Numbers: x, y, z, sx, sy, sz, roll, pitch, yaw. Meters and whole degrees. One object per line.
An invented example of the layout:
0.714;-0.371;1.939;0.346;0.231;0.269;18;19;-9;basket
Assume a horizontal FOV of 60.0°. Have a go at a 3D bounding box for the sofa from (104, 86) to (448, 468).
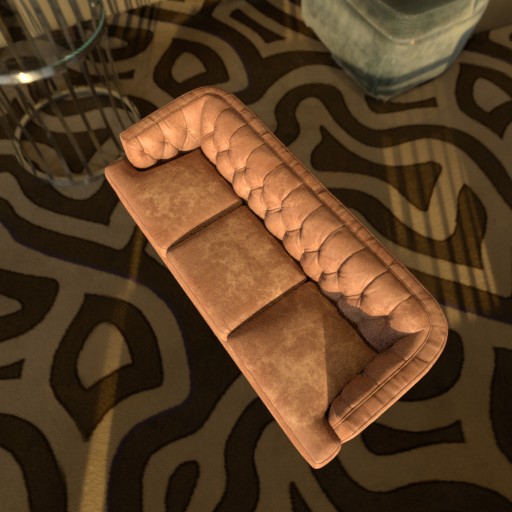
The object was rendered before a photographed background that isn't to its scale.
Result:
0.000;0.000;2.693;0.922;0.791;2.257;-33;67;-16;sofa
